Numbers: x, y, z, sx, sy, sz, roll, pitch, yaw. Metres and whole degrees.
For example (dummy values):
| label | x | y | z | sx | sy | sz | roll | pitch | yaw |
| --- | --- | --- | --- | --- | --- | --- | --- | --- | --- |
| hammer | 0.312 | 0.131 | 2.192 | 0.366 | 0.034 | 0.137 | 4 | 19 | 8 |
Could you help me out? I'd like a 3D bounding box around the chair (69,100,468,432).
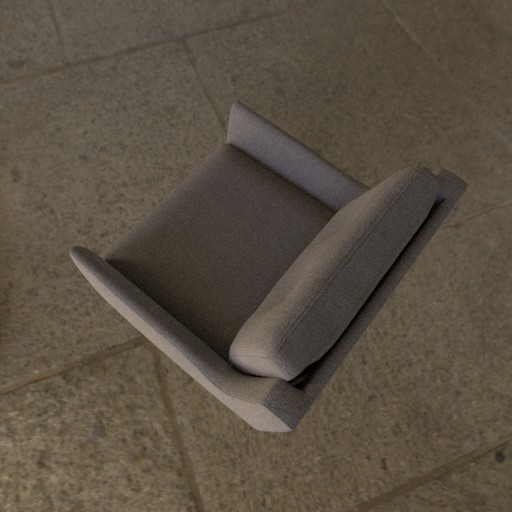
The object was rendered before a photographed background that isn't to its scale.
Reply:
| label | x | y | z | sx | sy | sz | roll | pitch | yaw |
| --- | --- | --- | --- | --- | --- | --- | --- | --- | --- |
| chair | 0.000 | 0.000 | 1.490 | 0.849 | 0.828 | 0.847 | 36 | 69 | 16 |
